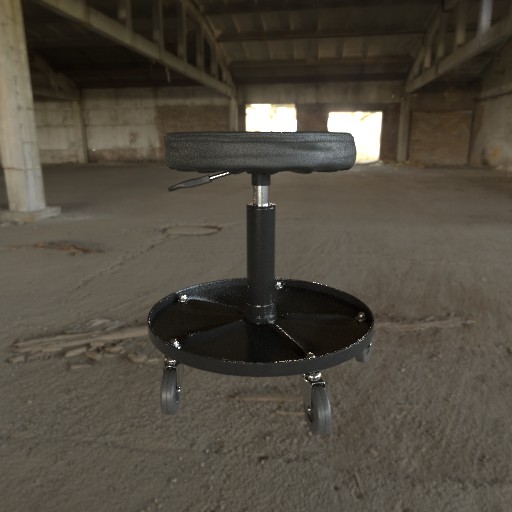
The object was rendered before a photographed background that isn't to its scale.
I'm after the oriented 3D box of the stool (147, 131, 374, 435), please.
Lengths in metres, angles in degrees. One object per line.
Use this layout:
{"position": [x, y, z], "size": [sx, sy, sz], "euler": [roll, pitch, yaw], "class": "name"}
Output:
{"position": [0.000, 0.000, 0.682], "size": [0.382, 0.365, 0.381], "euler": [2, 15, 8], "class": "stool"}
